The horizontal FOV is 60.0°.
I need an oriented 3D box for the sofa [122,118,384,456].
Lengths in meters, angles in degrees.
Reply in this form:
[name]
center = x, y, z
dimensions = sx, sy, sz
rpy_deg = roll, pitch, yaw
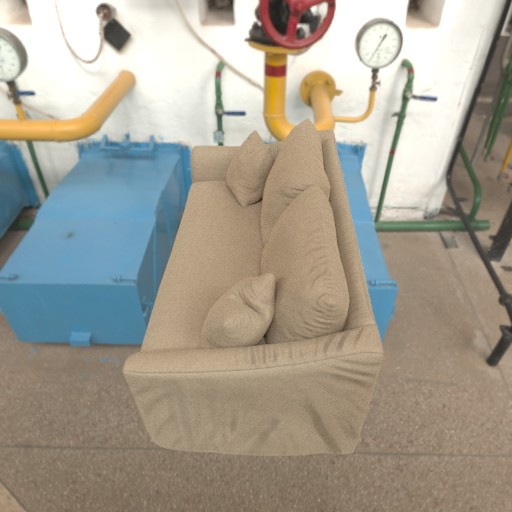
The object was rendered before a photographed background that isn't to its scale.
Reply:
[sofa]
center = 0.000, 0.000, 2.659
dimensions = 1.072, 1.018, 2.010
rpy_deg = 1, 40, 2
